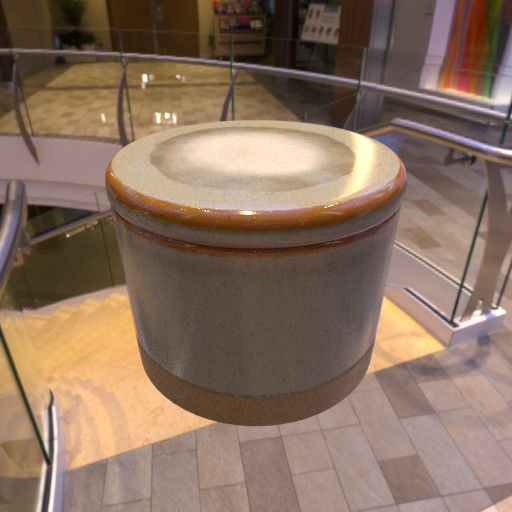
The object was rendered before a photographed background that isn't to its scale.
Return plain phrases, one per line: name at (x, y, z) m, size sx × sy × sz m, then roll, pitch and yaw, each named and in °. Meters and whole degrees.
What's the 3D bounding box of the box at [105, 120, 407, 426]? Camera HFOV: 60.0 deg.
box at (0.000, 0.000, 0.210) m, size 0.123 × 0.100 × 0.123 m, roll 0°, pitch 30°, yaw 0°
